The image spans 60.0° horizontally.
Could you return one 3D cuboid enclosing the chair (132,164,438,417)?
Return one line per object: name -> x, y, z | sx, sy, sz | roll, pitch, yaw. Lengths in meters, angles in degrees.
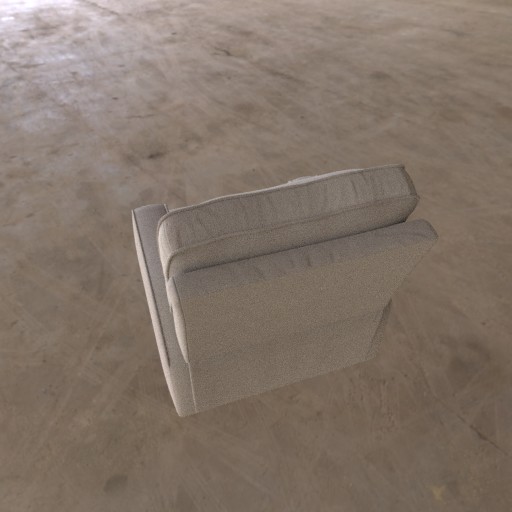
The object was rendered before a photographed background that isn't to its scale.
chair -> 0.000, 0.000, 1.703 | 0.861, 0.964, 0.969 | -13, 42, -14
